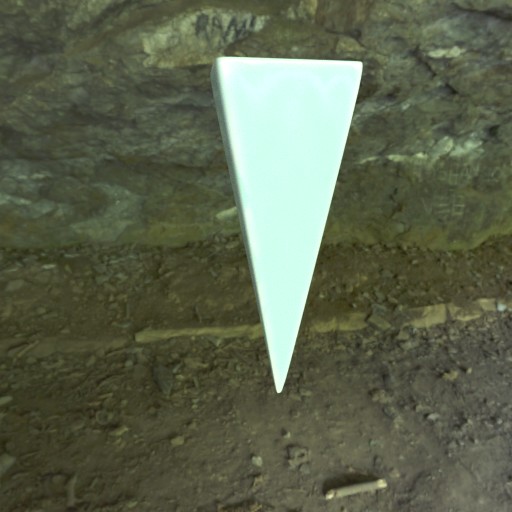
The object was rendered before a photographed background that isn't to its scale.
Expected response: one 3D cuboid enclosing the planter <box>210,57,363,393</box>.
[{"bbox_3d":[0.000,0.000,0.214,0.080,0.178,0.064,6,15,25],"label":"planter"}]
